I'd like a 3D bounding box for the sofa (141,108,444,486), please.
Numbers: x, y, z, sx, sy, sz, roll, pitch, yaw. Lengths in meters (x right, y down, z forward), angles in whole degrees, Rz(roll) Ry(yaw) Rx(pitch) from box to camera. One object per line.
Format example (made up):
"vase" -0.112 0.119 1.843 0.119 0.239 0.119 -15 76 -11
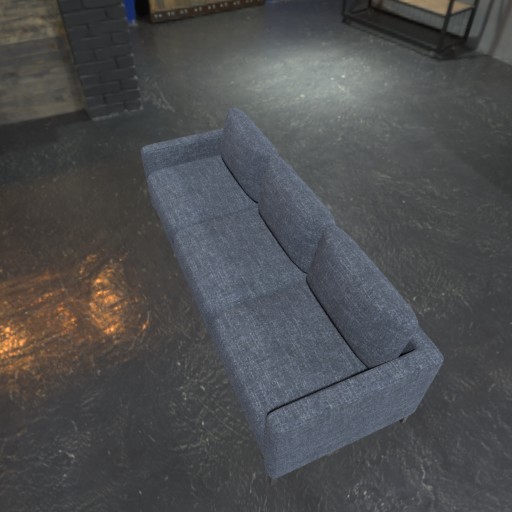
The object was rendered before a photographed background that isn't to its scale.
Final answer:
"sofa" 0.000 0.000 2.678 0.859 0.874 2.218 -17 48 -16
